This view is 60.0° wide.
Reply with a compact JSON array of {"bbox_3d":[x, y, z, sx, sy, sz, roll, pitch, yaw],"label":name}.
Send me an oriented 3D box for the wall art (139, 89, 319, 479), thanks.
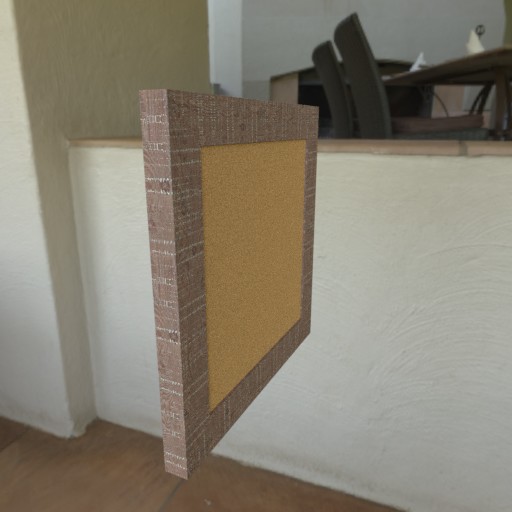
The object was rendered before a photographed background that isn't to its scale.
[{"bbox_3d":[0.000,0.000,0.804,0.040,0.531,0.531,8,18,25],"label":"wall art"}]
